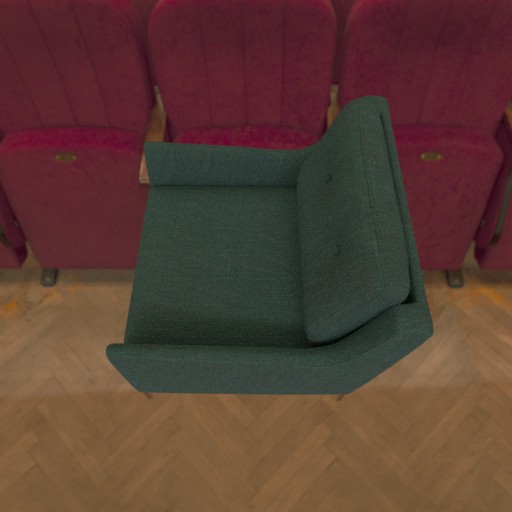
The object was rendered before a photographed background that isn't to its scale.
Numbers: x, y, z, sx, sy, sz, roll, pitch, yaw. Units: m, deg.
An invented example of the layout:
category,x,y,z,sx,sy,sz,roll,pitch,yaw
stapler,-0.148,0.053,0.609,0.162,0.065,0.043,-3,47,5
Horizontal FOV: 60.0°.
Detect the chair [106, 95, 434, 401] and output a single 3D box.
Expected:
category,x,y,z,sx,sy,sz,roll,pitch,yaw
chair,0.000,0.000,1.533,0.849,0.828,0.847,0,60,0
